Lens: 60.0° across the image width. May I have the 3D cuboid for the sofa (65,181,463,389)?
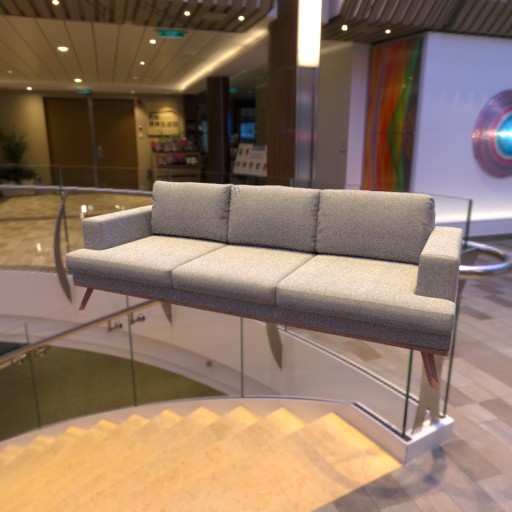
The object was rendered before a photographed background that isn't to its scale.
[{"bbox_3d":[0.000,0.000,2.749,2.310,0.810,0.920,7,16,25],"label":"sofa"}]
